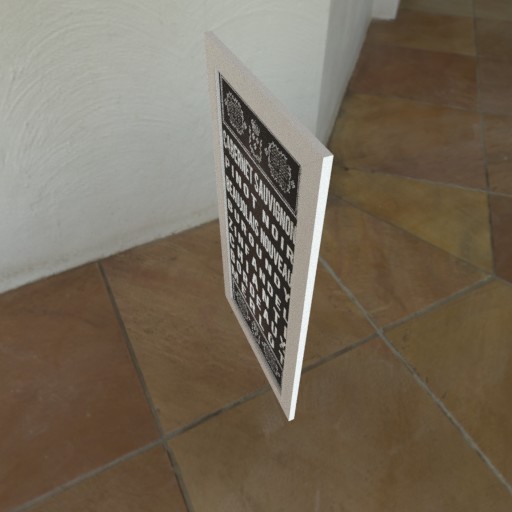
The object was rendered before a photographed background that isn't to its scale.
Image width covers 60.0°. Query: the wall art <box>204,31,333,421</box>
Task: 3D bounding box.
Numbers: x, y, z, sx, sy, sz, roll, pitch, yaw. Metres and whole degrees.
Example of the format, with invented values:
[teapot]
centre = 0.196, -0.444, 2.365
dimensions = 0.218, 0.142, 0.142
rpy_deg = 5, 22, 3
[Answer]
[wall art]
centre = 0.000, 0.000, 0.841
dimensions = 0.013, 0.683, 0.380
rpy_deg = -18, 50, -16
